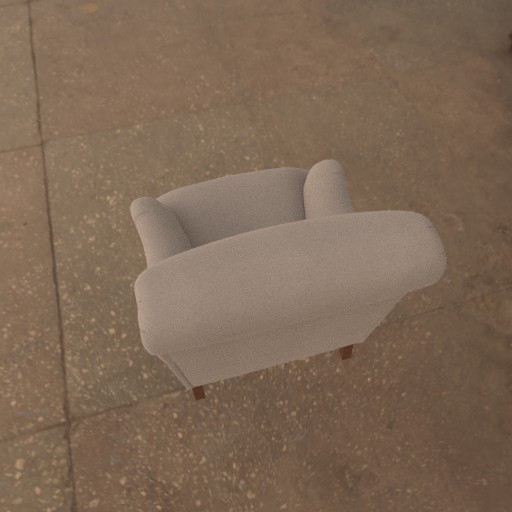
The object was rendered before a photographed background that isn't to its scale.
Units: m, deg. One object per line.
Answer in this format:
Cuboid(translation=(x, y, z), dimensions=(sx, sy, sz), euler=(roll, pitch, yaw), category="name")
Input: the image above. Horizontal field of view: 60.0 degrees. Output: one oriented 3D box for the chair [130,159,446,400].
Cuboid(translation=(0.000, 0.000, 1.545), dimensions=(0.766, 0.942, 0.842), euler=(-13, 58, -8), category="chair")
